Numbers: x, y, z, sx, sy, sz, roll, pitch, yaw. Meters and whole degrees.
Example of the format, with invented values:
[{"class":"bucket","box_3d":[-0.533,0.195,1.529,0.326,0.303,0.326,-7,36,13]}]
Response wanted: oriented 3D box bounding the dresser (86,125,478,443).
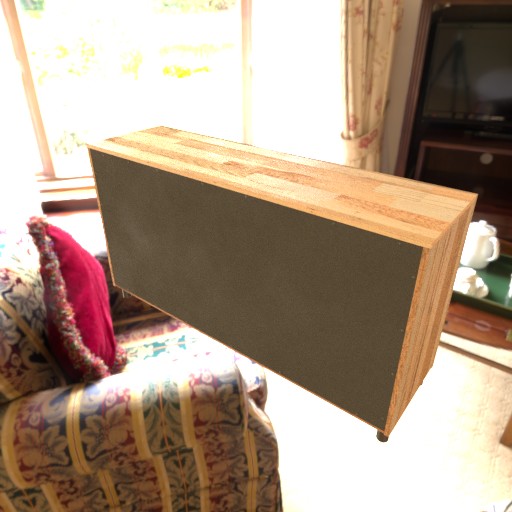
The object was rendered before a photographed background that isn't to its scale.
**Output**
[{"class":"dresser","box_3d":[0.000,0.000,1.941,1.547,0.834,0.487,21,36,32]}]
